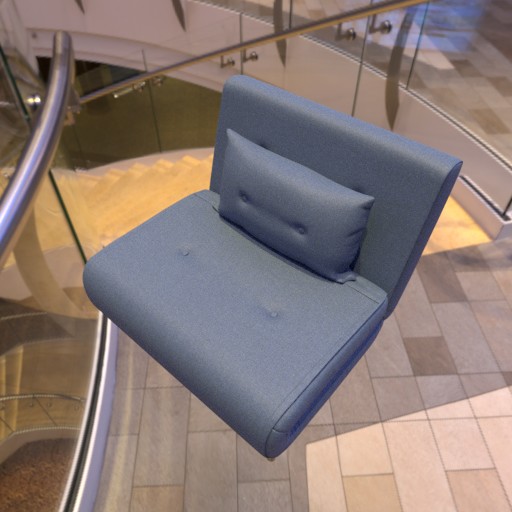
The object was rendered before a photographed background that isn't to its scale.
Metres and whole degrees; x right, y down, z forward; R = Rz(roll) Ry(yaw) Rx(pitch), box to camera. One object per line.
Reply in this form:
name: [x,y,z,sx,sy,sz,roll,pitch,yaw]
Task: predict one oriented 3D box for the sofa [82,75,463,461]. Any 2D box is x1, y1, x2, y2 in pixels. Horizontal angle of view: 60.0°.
sofa: [0.000,0.000,1.706,0.999,0.860,0.996,32,54,27]
